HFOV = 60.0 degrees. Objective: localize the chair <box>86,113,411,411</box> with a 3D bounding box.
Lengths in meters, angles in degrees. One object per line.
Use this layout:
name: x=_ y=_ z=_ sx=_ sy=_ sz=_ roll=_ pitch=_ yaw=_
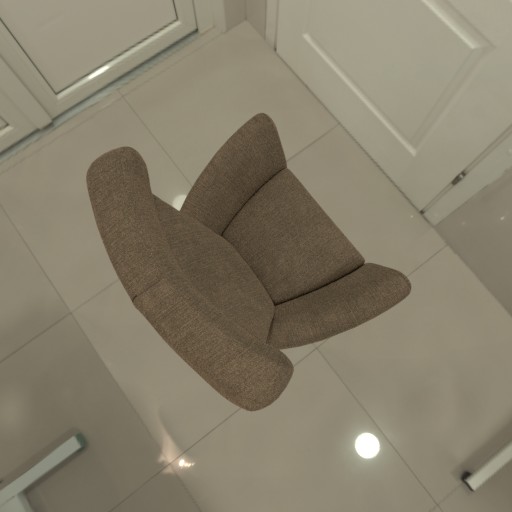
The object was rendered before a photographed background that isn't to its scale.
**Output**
chair: x=0.000 y=0.000 z=1.790 sx=0.900 sy=1.040 sz=0.980 roll=-36 pitch=79 yaw=-8
